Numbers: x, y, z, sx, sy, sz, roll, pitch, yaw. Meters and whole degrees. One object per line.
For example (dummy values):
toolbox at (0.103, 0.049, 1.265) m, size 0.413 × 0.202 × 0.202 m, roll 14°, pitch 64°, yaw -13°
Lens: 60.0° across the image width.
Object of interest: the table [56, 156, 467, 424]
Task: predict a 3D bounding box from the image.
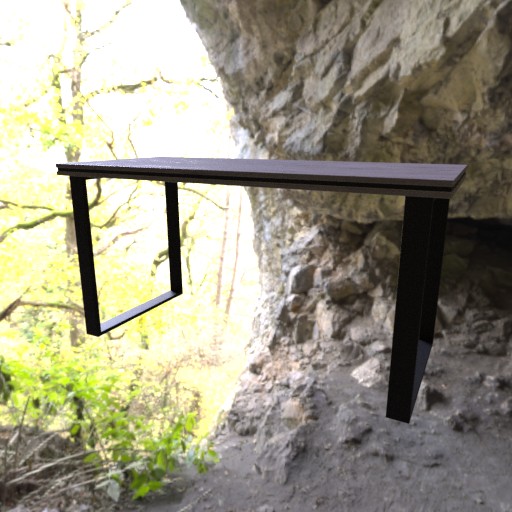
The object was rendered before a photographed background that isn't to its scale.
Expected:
table at (0.000, 0.000, 2.211) m, size 1.778 × 0.899 × 0.795 m, roll 8°, pitch 17°, yaw 26°
